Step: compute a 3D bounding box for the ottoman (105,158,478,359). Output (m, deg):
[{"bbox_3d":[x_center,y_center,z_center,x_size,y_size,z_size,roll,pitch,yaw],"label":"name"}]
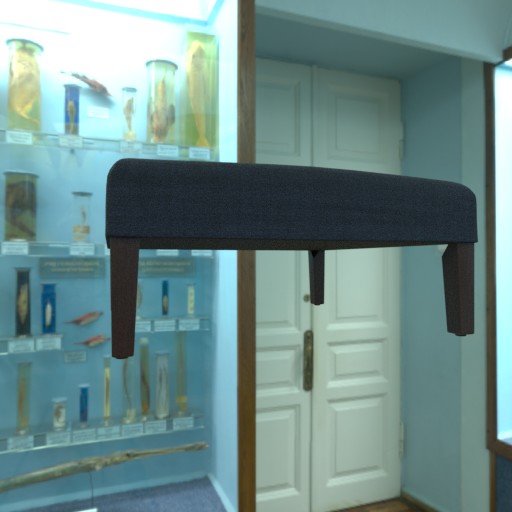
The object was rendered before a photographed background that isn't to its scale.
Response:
[{"bbox_3d":[0.000,0.000,1.389,0.890,0.411,0.889,0,-1,-18],"label":"ottoman"}]
